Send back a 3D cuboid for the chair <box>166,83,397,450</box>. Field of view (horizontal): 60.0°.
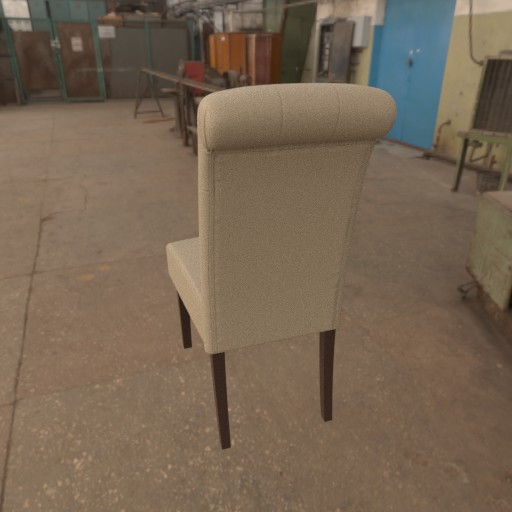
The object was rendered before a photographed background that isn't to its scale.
[{"bbox_3d":[0.000,0.000,1.332,0.456,1.006,0.671,-8,27,-17],"label":"chair"}]
